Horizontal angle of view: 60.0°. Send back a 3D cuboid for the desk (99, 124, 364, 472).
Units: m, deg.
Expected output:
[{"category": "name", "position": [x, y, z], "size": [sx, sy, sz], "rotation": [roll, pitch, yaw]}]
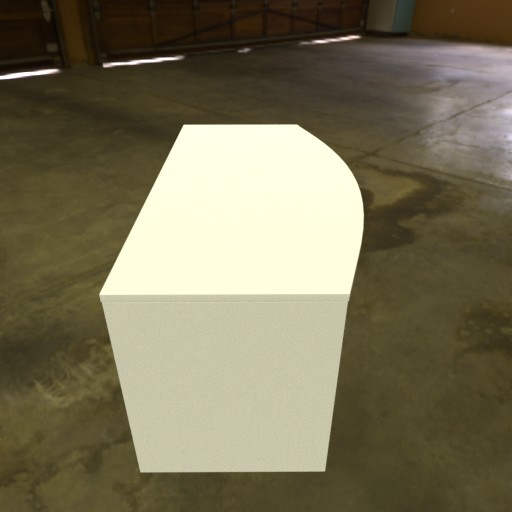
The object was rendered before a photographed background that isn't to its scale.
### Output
[{"category": "desk", "position": [0.000, 0.000, 2.000], "size": [0.802, 0.750, 1.600], "rotation": [0, 31, 0]}]
